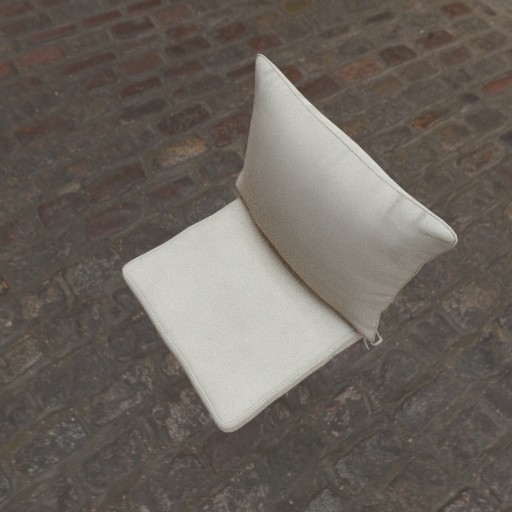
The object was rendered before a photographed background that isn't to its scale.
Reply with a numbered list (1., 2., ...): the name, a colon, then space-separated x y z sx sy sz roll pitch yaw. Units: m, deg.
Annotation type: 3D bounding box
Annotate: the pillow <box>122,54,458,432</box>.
1. pillow: 0.000 0.000 1.359 0.733 0.716 0.798 -32 67 -16
